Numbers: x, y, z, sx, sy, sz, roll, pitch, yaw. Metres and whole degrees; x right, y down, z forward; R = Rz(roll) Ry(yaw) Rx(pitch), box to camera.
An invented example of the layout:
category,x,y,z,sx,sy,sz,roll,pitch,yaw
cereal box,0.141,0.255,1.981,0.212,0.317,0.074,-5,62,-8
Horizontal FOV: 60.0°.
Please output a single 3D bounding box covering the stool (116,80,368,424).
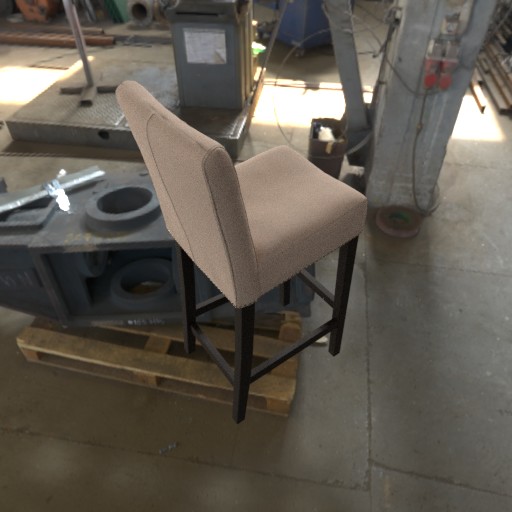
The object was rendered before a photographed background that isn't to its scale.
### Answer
category,x,y,z,sx,sy,sz,roll,pitch,yaw
stool,0.000,0.000,1.349,0.548,1.047,0.411,-26,48,-25
